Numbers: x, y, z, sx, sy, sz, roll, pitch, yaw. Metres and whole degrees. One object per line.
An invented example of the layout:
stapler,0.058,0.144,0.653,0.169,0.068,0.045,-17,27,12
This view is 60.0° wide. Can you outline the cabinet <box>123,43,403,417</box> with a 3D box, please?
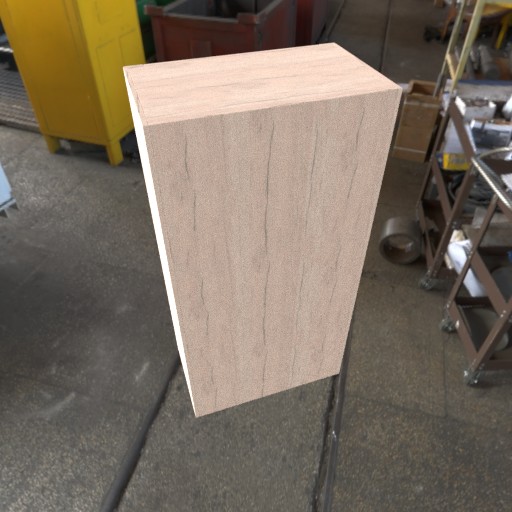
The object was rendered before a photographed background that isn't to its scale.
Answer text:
cabinet,0.000,0.000,2.416,0.980,1.930,0.580,-13,44,-14
